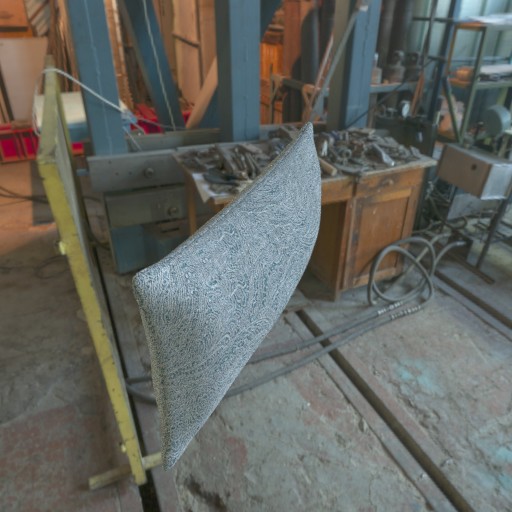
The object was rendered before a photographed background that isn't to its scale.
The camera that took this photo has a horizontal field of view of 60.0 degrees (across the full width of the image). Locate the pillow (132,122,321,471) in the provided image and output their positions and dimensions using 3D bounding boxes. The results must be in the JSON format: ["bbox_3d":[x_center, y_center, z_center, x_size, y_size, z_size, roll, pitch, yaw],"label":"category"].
[{"bbox_3d":[0.000,0.000,0.729,0.151,0.295,0.615,11,33,18],"label":"pillow"}]
